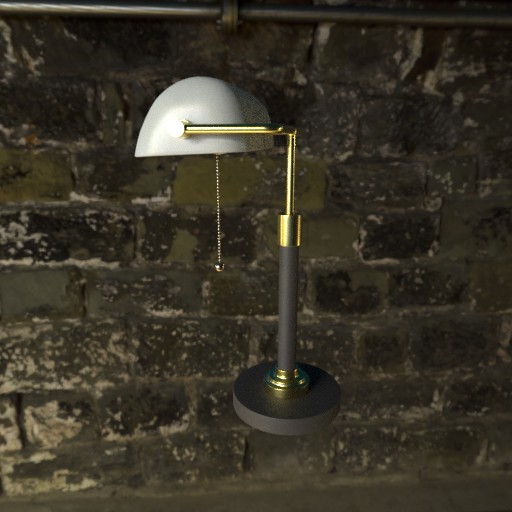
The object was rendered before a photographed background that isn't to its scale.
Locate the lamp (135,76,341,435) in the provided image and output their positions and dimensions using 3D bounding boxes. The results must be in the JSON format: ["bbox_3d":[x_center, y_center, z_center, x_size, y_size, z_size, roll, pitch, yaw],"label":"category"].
[{"bbox_3d":[0.000,0.000,0.555,0.227,0.404,0.269,3,15,10],"label":"lamp"}]
